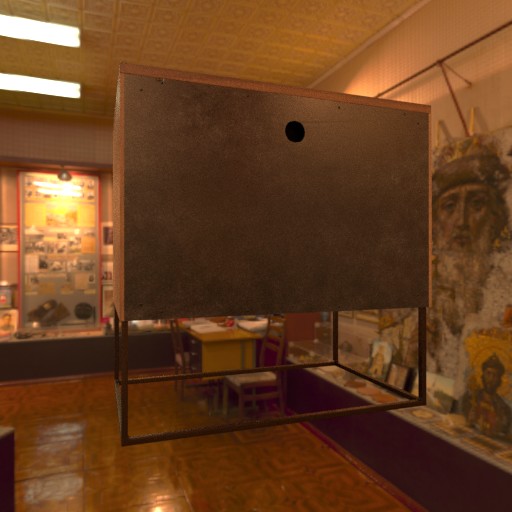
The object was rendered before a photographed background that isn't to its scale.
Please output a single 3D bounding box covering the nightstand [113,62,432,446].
[{"bbox_3d":[0.000,0.000,0.998,0.605,0.611,0.427,0,0,-19],"label":"nightstand"}]
